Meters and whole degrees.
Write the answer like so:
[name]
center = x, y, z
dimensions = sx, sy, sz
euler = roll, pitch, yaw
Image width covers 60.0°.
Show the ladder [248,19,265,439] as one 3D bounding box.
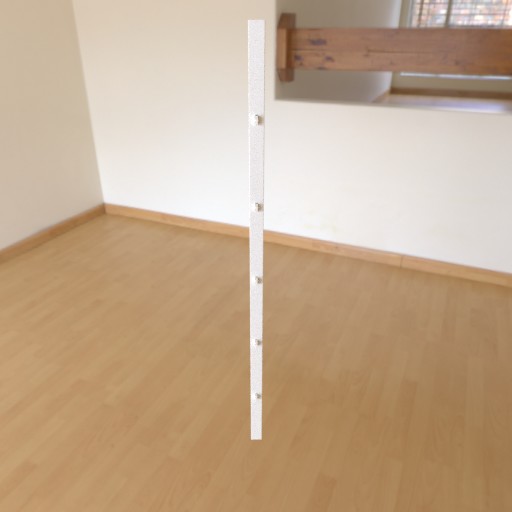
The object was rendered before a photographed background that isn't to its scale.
[ladder]
center = 0.000, 0.000, 1.916
dimensions = 0.051, 1.797, 0.452
euler = 0, 27, -1
